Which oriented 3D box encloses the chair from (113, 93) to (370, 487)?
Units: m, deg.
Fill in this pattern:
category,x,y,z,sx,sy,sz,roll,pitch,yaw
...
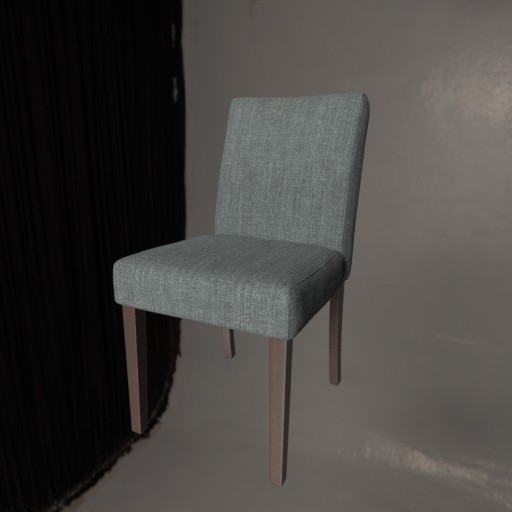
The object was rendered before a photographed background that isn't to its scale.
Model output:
category,x,y,z,sx,sy,sz,roll,pitch,yaw
chair,0.000,0.000,1.236,0.487,0.884,0.629,8,17,26
